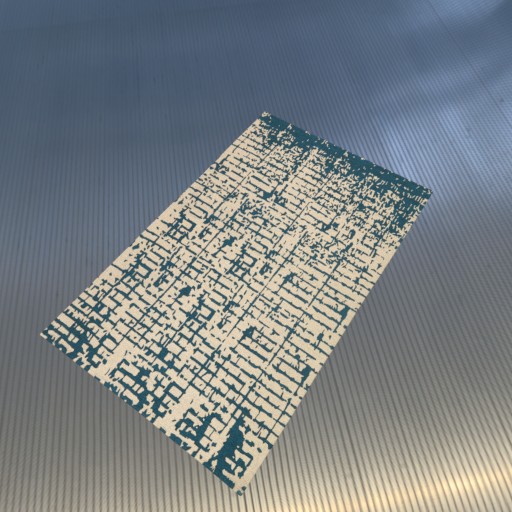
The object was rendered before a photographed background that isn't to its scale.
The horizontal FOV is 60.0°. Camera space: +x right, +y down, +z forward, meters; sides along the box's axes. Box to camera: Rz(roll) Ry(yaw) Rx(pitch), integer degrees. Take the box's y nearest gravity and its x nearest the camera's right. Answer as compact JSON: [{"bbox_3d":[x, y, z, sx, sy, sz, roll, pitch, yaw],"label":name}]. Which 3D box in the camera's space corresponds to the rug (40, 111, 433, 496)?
[{"bbox_3d":[0.000,0.000,2.997,1.517,0.011,2.435,31,63,17],"label":"rug"}]
